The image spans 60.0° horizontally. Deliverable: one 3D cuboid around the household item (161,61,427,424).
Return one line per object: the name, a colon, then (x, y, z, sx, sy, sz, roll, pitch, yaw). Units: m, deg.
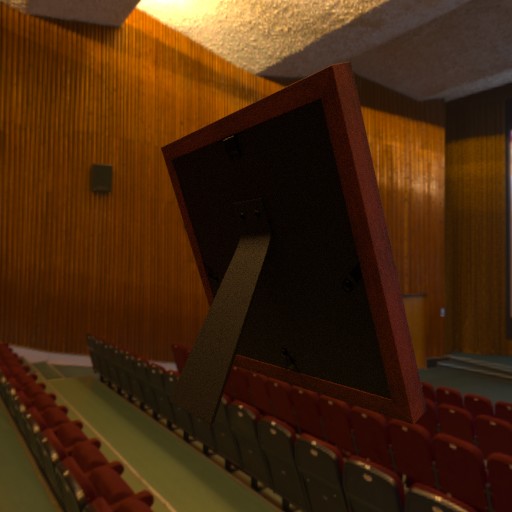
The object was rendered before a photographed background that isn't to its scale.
household item: (0.000, 0.000, 0.381, 0.131, 0.240, 0.240, 1, -1, -37)
